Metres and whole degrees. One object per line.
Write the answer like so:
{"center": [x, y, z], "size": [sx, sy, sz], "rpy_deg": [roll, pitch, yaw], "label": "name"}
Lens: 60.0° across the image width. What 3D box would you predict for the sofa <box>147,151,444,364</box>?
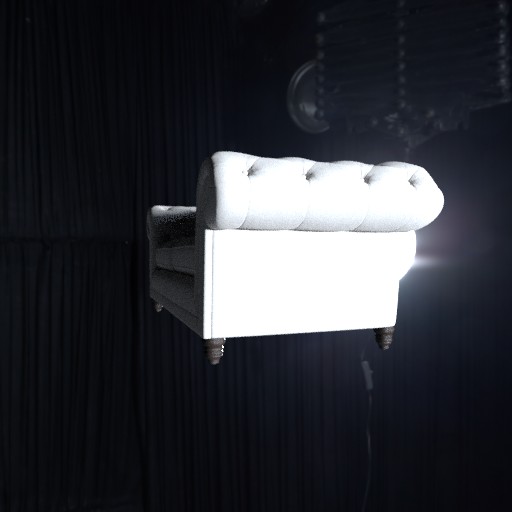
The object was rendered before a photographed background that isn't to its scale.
{"center": [0.000, 0.000, 2.452], "size": [0.986, 0.764, 1.998], "rpy_deg": [0, 0, -20], "label": "sofa"}
